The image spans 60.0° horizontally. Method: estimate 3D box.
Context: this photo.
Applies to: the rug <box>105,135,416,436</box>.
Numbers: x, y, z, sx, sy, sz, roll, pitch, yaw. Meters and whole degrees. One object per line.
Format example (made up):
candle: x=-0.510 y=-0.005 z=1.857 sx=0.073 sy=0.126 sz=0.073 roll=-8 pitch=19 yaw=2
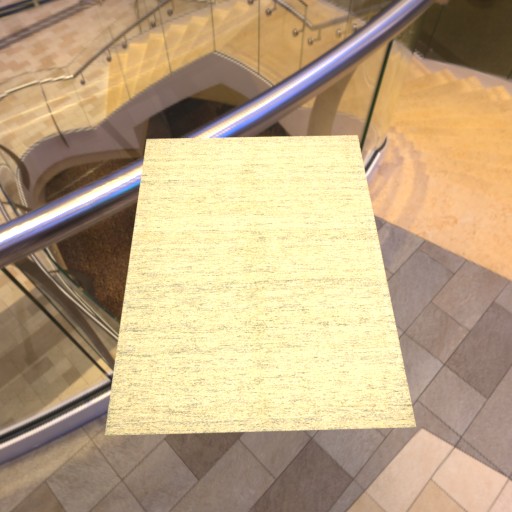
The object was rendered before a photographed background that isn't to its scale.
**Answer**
rug: x=0.000 y=0.000 z=4.286 sx=2.437 sy=0.014 sz=3.201 roll=-1 pitch=59 yaw=-1
